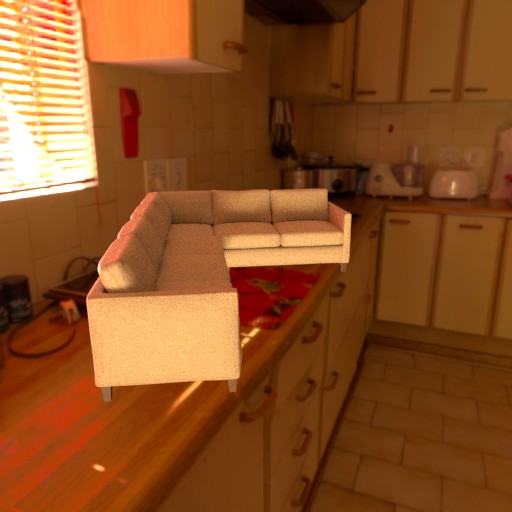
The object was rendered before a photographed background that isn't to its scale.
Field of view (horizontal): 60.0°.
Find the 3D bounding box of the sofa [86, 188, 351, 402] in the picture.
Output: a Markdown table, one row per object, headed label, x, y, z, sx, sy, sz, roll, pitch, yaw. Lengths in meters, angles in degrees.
| label | x | y | z | sx | sy | sz | roll | pitch | yaw |
| --- | --- | --- | --- | --- | --- | --- | --- | --- | --- |
| sofa | 0.000 | 0.000 | 4.385 | 2.522 | 0.934 | 3.333 | -2 | 16 | -7 |
